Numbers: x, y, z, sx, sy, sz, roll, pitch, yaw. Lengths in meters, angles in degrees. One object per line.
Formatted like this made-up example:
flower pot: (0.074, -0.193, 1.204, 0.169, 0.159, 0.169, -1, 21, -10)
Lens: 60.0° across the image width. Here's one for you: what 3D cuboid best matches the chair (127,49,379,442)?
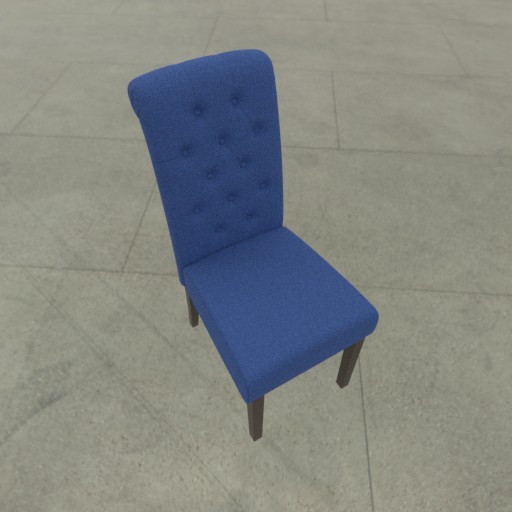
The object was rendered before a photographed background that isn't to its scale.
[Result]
chair: (0.000, 0.000, 1.373, 0.456, 1.006, 0.671, -24, 51, -21)
